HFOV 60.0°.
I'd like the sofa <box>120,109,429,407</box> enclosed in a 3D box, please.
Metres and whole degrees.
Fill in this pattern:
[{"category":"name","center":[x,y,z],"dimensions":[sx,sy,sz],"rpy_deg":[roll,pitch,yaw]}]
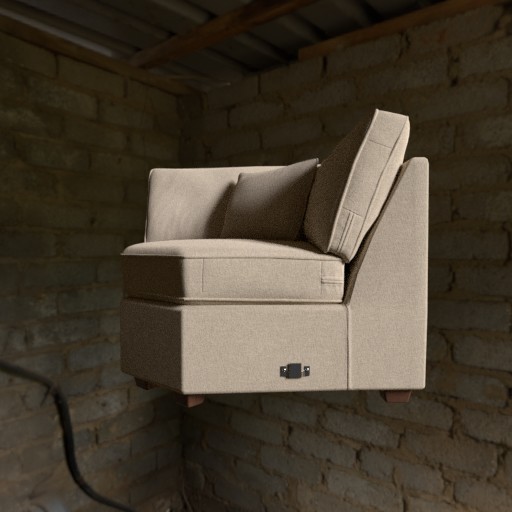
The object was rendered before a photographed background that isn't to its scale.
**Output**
[{"category":"sofa","center":[0.000,0.000,1.850],"dimensions":[1.050,0.937,1.042],"rpy_deg":[0,1,-1]}]
